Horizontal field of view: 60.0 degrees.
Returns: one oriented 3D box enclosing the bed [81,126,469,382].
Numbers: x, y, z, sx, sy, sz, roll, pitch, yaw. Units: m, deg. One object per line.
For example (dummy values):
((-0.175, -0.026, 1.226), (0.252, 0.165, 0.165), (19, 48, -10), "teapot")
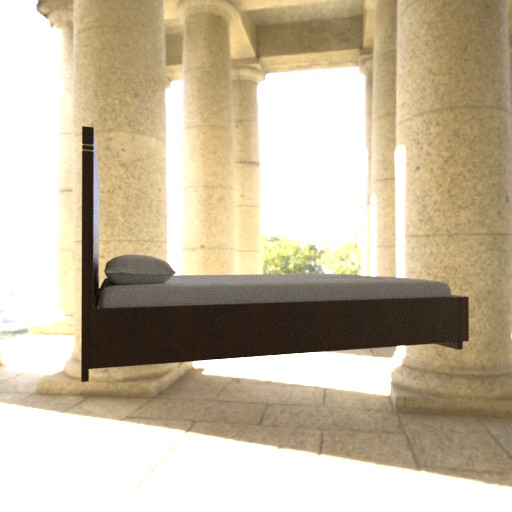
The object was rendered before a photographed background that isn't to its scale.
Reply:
((0.000, 0.000, 3.140), (2.221, 1.169, 1.613), (0, -1, -19), "bed")
